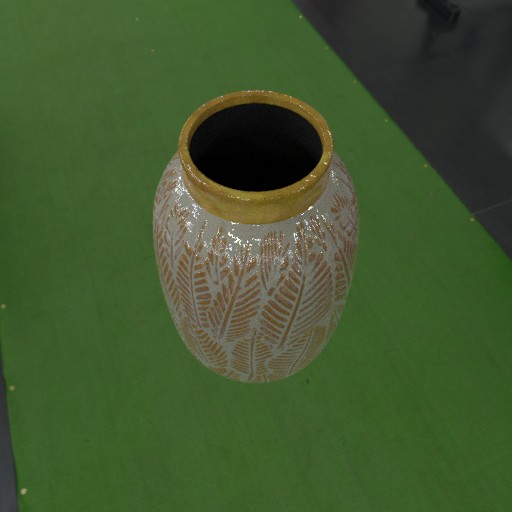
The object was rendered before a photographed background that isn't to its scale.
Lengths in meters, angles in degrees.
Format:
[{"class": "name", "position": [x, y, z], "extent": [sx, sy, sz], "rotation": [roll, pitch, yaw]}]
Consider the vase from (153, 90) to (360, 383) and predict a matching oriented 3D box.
[{"class": "vase", "position": [0.000, 0.000, 0.388], "extent": [0.172, 0.270, 0.172], "rotation": [0, 58, 0]}]
